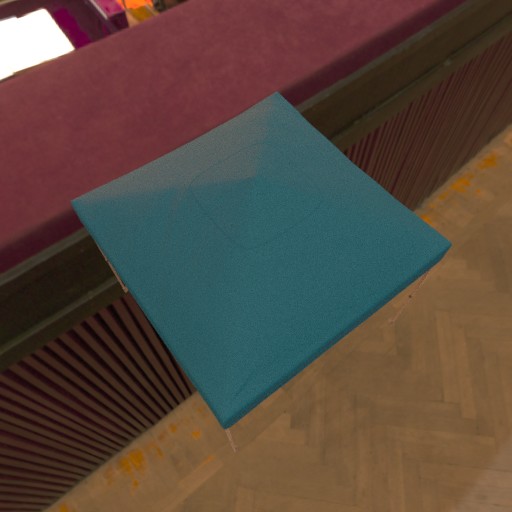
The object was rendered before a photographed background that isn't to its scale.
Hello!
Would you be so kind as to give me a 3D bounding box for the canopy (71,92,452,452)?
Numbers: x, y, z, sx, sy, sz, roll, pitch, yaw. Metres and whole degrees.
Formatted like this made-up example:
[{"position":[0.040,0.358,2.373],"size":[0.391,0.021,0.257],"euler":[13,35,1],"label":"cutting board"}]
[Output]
[{"position":[0.000,0.000,5.470],"size":[2.998,2.997,2.996],"euler":[-34,66,-18],"label":"canopy"}]
